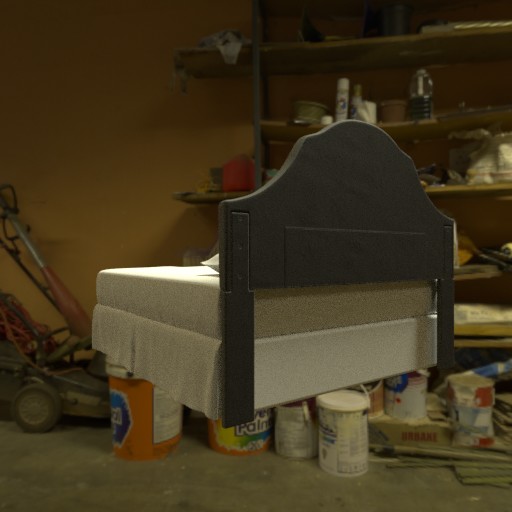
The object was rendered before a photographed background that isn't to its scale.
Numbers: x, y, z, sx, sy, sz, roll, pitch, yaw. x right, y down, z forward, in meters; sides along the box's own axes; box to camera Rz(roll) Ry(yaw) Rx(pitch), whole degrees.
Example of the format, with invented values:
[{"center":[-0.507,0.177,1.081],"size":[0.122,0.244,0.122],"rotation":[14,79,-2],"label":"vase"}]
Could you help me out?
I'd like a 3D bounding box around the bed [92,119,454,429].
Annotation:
[{"center":[0.000,0.000,3.538],"size":[2.008,1.615,2.214],"rotation":[0,0,-36],"label":"bed"}]
